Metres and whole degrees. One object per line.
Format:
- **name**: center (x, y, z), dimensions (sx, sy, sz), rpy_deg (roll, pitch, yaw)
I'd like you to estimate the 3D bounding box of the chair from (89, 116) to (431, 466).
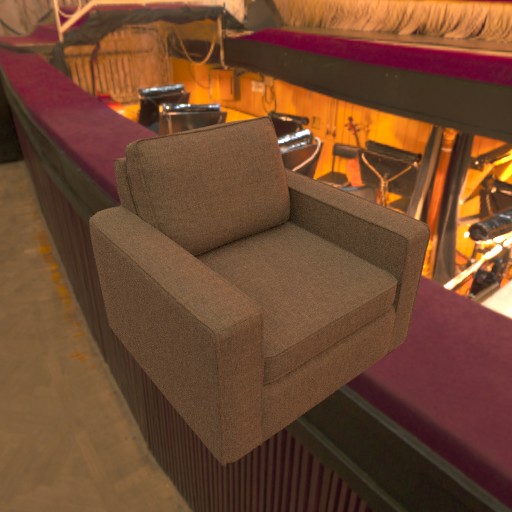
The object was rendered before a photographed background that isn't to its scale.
- **chair**: center (0.000, 0.000, 1.775), dimensions (1.016, 0.914, 0.940), rpy_deg (-22, 37, -33)
